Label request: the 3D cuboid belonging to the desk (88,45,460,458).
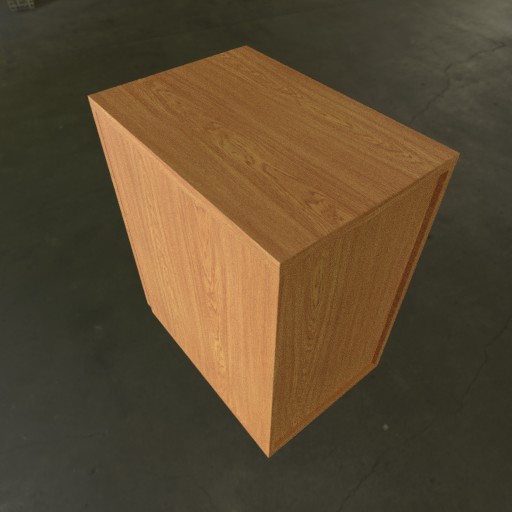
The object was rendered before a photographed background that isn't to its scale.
[{"bbox_3d":[0.000,0.000,1.087,0.404,0.730,0.600,-30,54,-26],"label":"desk"}]
